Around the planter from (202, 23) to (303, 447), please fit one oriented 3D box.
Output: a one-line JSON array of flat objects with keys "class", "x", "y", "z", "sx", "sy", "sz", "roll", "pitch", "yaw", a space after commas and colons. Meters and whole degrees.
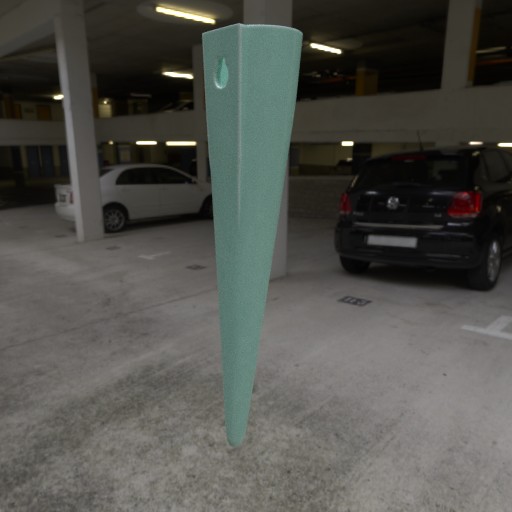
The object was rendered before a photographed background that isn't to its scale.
[{"class": "planter", "x": 0.000, "y": 0.000, "z": 0.293, "sx": 0.055, "sy": 0.268, "sz": 0.054, "roll": -14, "pitch": 20, "yaw": -43}]
